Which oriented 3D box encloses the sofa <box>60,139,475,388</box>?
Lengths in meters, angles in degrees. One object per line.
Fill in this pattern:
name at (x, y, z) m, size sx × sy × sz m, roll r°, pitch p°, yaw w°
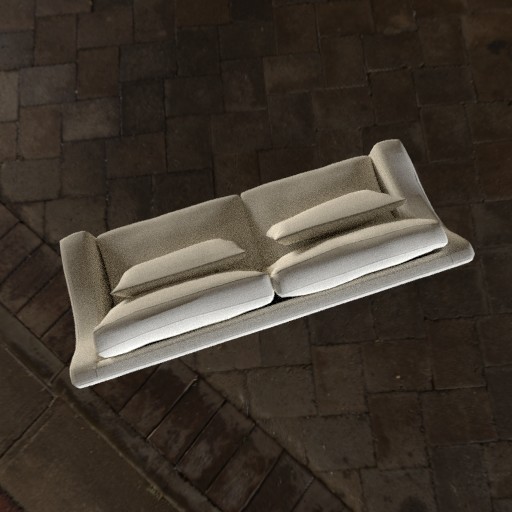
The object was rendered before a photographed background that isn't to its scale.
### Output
sofa at (0.000, 0.000, 3.004) m, size 2.470 × 1.022 × 1.009 m, roll -17°, pitch 76°, yaw -4°
